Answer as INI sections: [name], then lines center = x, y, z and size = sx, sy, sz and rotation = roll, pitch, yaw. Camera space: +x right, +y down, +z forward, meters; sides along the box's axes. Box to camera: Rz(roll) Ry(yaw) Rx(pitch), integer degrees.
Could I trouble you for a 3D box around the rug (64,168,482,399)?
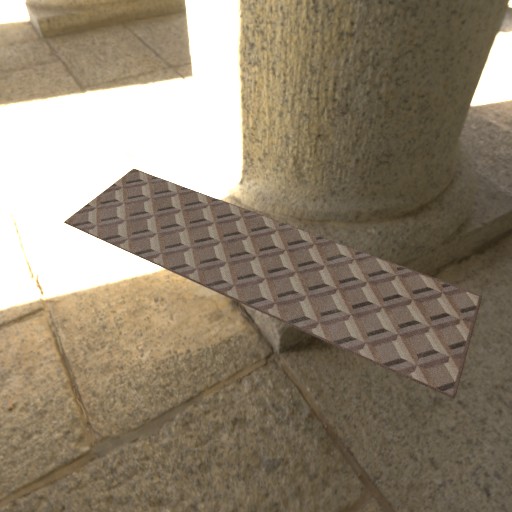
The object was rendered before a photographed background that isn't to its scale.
[rug]
center = 0.000, 0.000, 2.614
size = 2.437, 0.013, 0.685
rotation = 22, 50, 20
